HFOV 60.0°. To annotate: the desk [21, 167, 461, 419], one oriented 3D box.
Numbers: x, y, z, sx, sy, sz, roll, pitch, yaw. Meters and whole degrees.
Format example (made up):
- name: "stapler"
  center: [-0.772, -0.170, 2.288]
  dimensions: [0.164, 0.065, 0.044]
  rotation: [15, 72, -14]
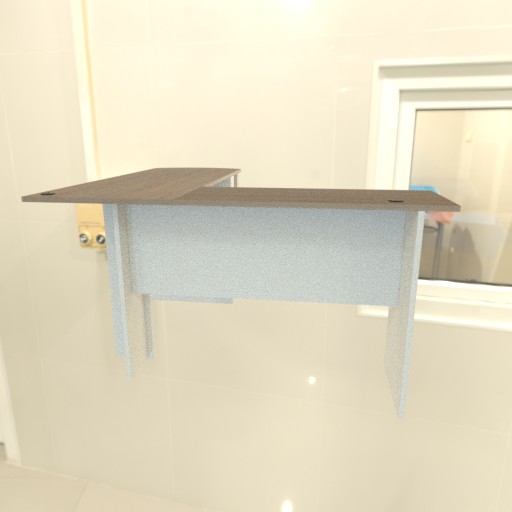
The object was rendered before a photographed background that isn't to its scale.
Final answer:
- name: "desk"
  center: [0.000, 0.000, 2.068]
  dimensions: [1.361, 0.716, 1.303]
  rotation: [2, 16, 8]
